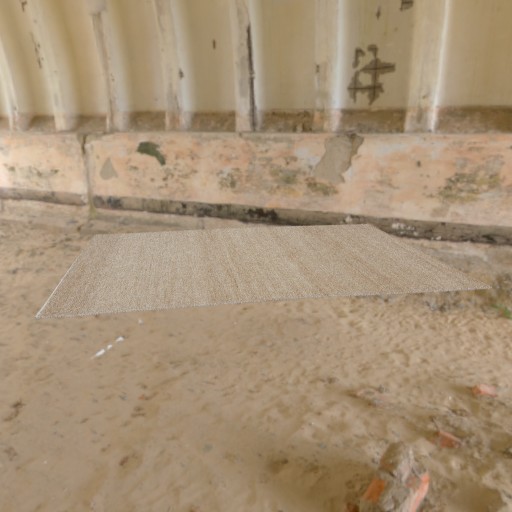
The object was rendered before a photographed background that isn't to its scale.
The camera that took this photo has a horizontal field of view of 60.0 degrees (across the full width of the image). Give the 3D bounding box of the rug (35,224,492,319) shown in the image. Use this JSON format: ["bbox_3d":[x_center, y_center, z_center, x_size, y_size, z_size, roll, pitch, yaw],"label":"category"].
[{"bbox_3d":[0.000,0.000,2.968,2.346,0.029,1.574,-3,17,-9],"label":"rug"}]
